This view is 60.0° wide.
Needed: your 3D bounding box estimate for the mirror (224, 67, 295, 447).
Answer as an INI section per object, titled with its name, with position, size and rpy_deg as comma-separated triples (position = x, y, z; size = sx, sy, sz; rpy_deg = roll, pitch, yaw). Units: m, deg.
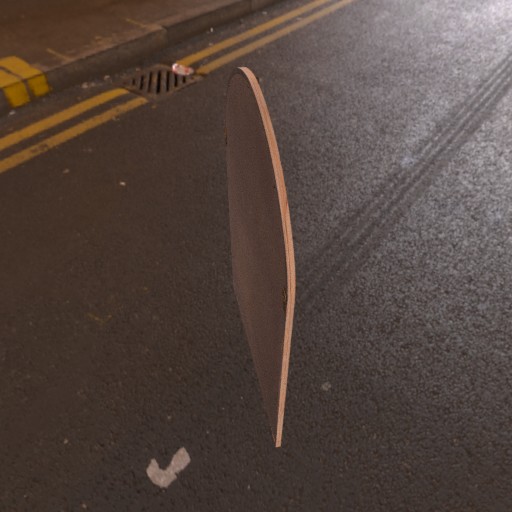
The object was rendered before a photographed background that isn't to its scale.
[mirror]
position = 0.000, 0.000, 1.127
size = 0.032, 0.915, 0.609
rpy_deg = -9, 46, -9
